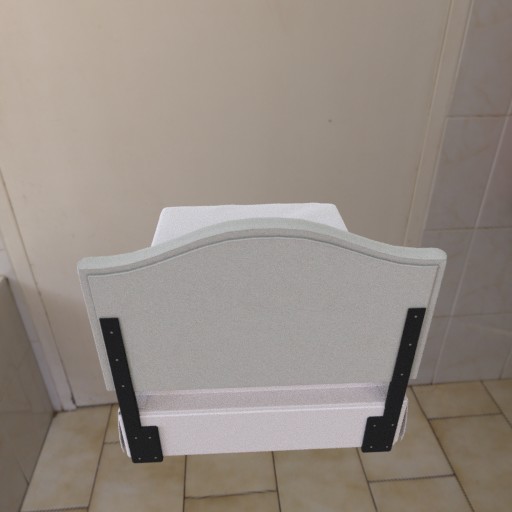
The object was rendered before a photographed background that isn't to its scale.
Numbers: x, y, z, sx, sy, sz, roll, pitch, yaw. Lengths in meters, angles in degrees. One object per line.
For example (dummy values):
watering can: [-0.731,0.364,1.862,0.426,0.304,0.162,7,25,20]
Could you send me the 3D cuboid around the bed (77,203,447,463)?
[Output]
bed: [0.000,0.000,3.265,1.813,1.607,2.180,-2,31,-3]
